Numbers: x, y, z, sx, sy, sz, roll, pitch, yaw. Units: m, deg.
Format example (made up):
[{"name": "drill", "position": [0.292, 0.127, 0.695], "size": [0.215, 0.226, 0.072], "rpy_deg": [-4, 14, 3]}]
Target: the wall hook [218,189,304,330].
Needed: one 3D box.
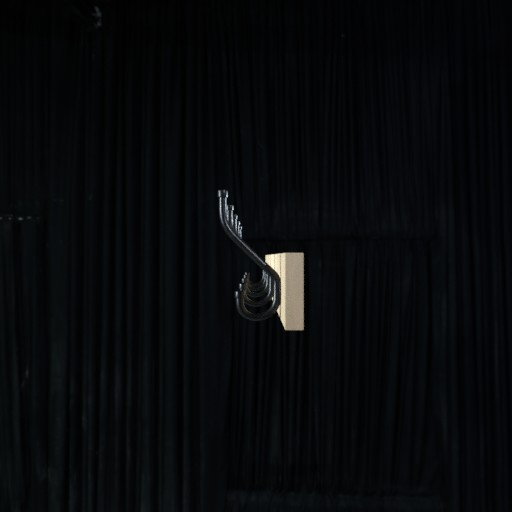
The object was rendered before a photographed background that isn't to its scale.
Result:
[{"name": "wall hook", "position": [0.000, 0.000, 0.626], "size": [0.071, 0.117, 0.571], "rpy_deg": [0, 0, 0]}]
